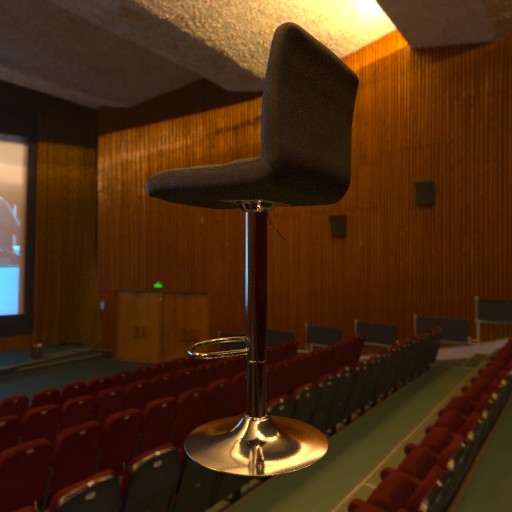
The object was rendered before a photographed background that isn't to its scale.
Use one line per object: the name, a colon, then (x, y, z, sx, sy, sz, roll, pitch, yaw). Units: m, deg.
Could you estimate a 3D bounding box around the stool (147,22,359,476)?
stool: (0.000, 0.000, 1.325, 0.505, 1.115, 0.430, 0, 0, 36)
